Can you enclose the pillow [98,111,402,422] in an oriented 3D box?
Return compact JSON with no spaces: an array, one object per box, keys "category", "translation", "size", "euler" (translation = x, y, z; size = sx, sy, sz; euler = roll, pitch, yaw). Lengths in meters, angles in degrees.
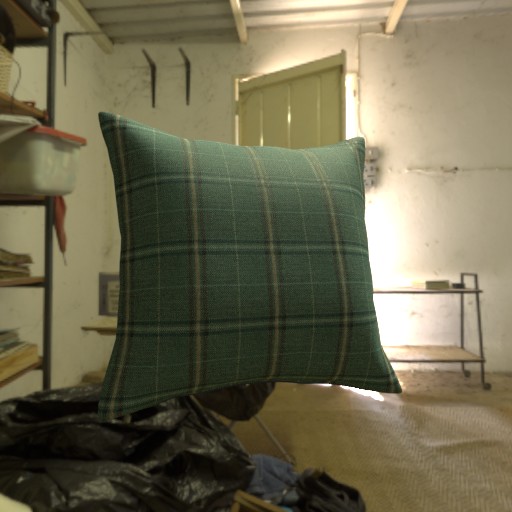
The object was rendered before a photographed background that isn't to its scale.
[{"category":"pillow","translation":[0.000,0.000,0.672],"size":[0.453,0.430,0.200],"euler":[0,0,-19]}]
